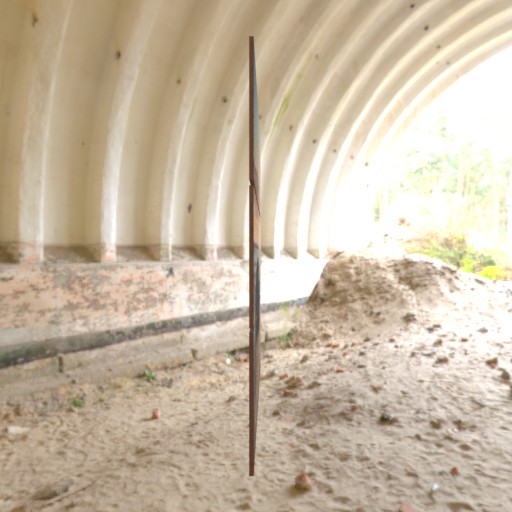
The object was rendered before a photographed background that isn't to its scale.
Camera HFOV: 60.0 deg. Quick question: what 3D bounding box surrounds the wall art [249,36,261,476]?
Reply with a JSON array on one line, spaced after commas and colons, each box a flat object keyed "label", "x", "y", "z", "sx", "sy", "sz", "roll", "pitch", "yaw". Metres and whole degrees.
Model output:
[{"label": "wall art", "x": 0.000, "y": 0.000, "z": 1.836, "sx": 0.019, "sy": 1.218, "sz": 1.221, "roll": 0, "pitch": 0, "yaw": 1}]
